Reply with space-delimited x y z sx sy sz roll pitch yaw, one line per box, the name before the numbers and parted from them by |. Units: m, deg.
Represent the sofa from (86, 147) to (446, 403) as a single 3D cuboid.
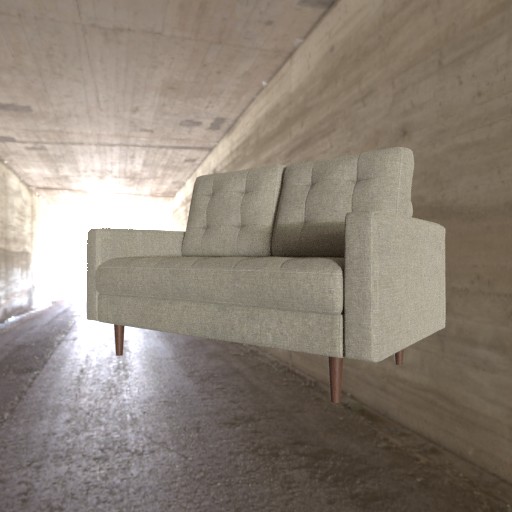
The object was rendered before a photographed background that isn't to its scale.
sofa | 0.000 0.000 1.953 1.407 0.907 0.842 0 0 36
